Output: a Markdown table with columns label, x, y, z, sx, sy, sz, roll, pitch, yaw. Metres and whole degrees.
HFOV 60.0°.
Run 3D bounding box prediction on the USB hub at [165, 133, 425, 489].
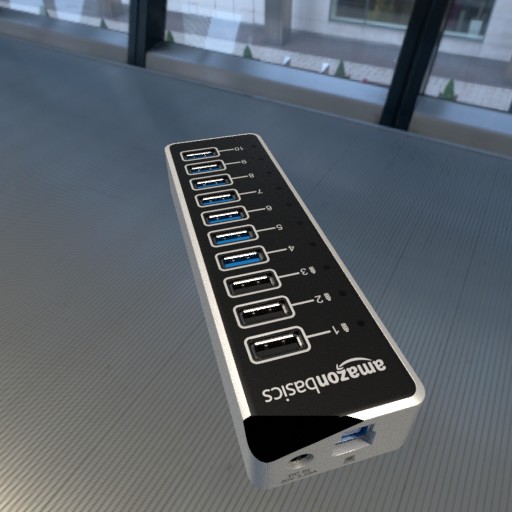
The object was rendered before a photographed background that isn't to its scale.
| label | x | y | z | sx | sy | sz | roll | pitch | yaw |
| --- | --- | --- | --- | --- | --- | --- | --- | --- | --- |
| USB hub | 0.000 | 0.000 | 0.158 | 0.044 | 0.023 | 0.145 | -11 | 43 | -12 |
